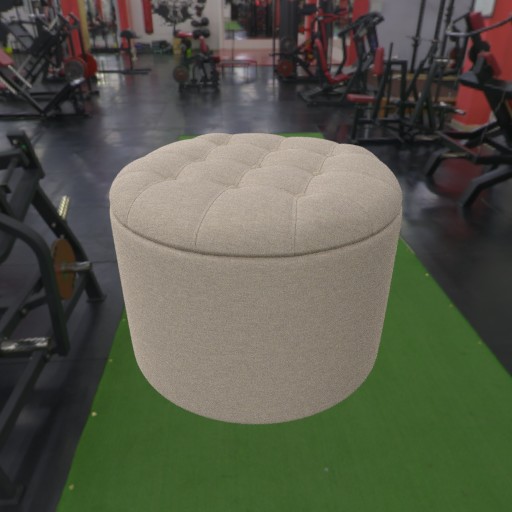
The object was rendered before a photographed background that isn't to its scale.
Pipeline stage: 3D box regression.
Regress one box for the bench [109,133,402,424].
[{"bbox_3d":[0.000,0.000,1.014,0.600,0.454,0.600,0,29,0],"label":"bench"}]
